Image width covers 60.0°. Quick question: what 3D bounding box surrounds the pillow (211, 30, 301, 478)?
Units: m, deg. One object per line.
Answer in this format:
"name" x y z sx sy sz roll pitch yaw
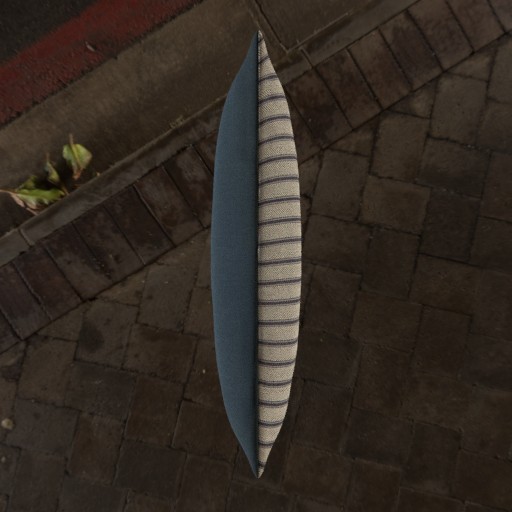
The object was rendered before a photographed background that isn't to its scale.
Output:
"pillow" 0.000 0.000 0.746 0.151 0.305 0.609 0 92 0
